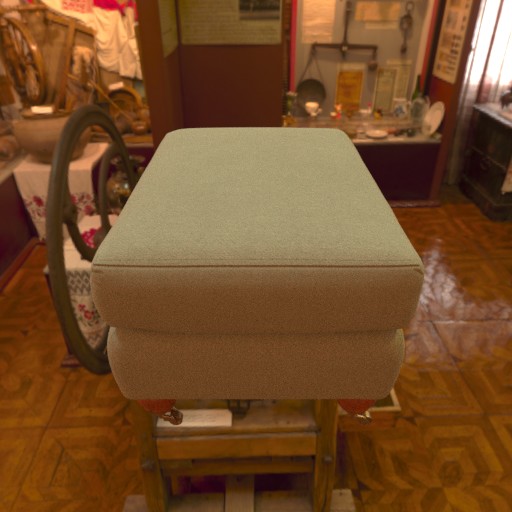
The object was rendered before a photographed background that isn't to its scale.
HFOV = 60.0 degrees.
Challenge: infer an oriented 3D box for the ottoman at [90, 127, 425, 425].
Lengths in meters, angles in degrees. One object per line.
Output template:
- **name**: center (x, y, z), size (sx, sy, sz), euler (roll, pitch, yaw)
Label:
- **ottoman**: center (0.000, 0.000, 1.129), size (0.569, 0.499, 0.773), euler (0, 32, 0)
